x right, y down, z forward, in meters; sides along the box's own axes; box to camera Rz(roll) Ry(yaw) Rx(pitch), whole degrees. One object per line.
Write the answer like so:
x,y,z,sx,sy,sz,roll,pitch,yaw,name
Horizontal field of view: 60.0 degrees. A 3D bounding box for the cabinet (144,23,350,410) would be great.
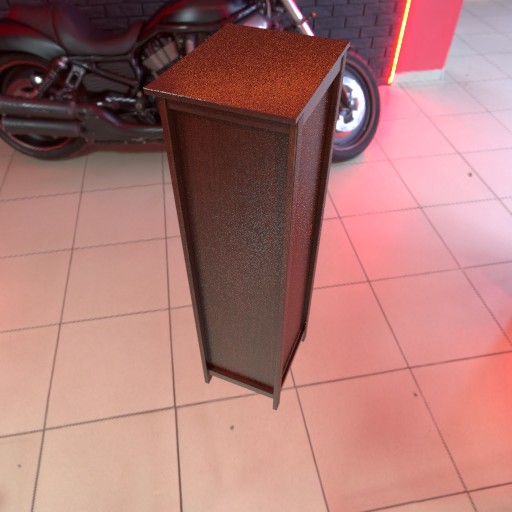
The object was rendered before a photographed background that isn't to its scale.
0.000,0.000,1.755,0.401,1.518,0.500,17,48,15,cabinet
